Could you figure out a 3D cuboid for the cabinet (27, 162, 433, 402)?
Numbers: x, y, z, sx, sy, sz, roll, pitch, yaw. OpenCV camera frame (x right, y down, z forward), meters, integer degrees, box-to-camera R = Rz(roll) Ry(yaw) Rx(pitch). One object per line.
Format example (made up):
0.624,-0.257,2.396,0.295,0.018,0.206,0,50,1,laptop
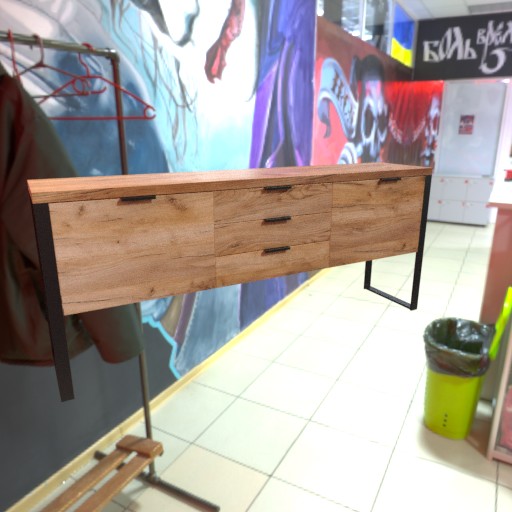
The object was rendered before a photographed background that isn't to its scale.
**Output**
0.000,0.000,2.065,1.800,0.762,0.395,-9,19,-27,cabinet
